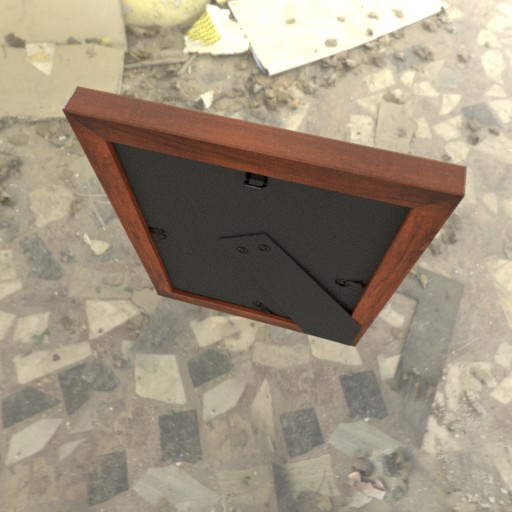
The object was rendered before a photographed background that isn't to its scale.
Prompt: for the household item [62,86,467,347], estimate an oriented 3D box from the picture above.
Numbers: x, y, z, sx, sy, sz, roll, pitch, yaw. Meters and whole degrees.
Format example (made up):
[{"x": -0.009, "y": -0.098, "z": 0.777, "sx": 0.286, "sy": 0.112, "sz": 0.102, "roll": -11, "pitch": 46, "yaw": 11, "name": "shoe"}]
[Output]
[{"x": 0.000, "y": 0.000, "z": 0.327, "sx": 0.200, "sy": 0.250, "sz": 0.020, "roll": 14, "pitch": 64, "yaw": 7, "name": "household item"}]
